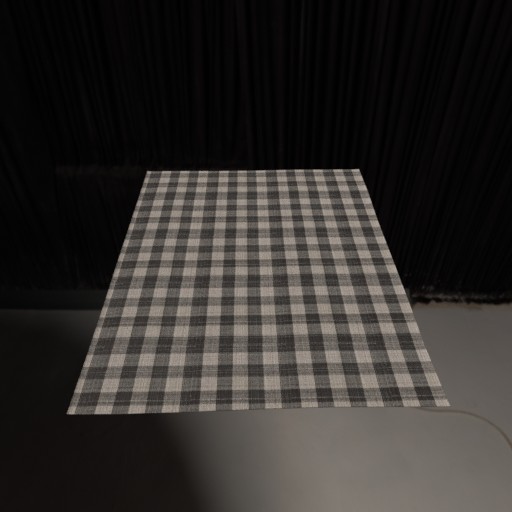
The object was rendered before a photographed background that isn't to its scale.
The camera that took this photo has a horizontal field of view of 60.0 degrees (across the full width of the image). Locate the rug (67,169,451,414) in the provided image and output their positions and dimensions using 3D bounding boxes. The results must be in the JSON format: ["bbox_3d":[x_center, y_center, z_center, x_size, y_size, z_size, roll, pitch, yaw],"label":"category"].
[{"bbox_3d":[0.000,0.000,3.942,2.432,0.013,3.021,-1,41,-1],"label":"rug"}]
